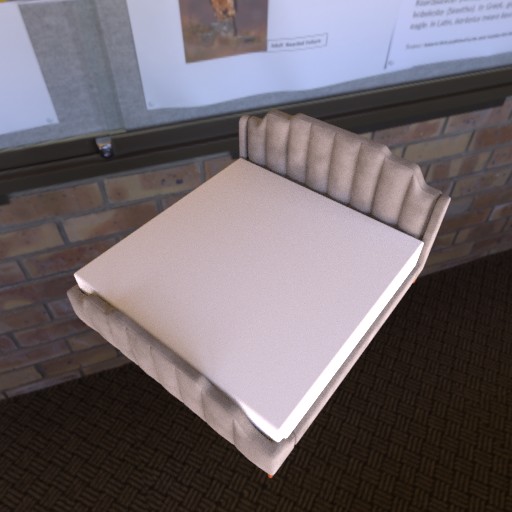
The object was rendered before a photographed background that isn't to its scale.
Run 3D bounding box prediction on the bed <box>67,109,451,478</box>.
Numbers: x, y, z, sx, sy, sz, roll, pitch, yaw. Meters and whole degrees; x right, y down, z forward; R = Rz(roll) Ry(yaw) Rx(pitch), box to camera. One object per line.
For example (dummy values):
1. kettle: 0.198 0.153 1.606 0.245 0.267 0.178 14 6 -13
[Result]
1. bed: 0.000 0.000 3.571 2.074 1.245 2.340 30 53 25
